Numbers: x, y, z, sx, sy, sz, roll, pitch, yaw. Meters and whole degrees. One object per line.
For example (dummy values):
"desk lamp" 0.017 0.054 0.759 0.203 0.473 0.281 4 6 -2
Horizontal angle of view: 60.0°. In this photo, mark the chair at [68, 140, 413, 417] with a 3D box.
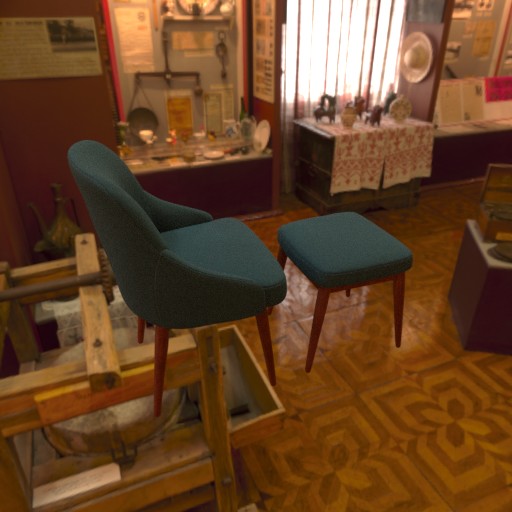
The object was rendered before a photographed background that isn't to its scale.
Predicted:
"chair" 0.000 0.000 1.600 1.114 0.866 0.584 -10 30 -18
